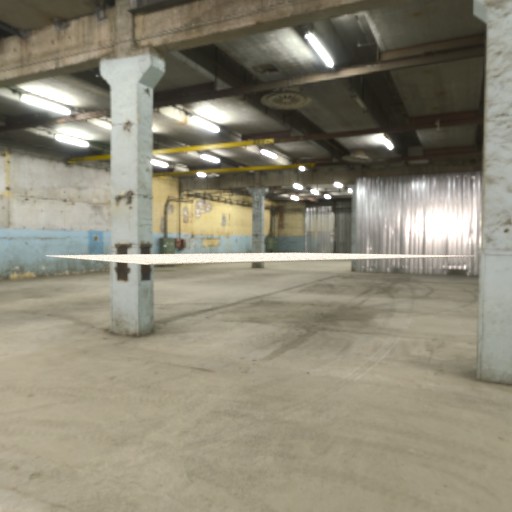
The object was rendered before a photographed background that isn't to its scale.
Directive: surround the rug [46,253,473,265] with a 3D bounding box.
[{"bbox_3d":[0.000,0.000,4.006,3.045,0.008,2.421,-1,2,-36],"label":"rug"}]
